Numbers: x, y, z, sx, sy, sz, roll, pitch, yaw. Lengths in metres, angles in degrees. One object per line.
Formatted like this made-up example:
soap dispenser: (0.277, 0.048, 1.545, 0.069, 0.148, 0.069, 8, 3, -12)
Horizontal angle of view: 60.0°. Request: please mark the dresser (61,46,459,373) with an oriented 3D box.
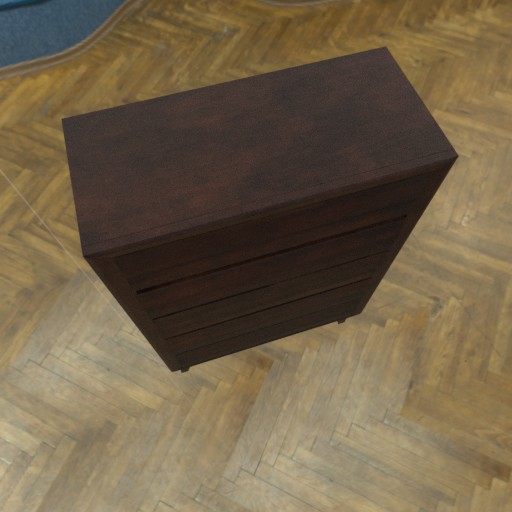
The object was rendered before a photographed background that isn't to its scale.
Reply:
dresser: (0.000, 0.000, 1.975, 1.072, 1.514, 0.506, -16, 64, -8)
